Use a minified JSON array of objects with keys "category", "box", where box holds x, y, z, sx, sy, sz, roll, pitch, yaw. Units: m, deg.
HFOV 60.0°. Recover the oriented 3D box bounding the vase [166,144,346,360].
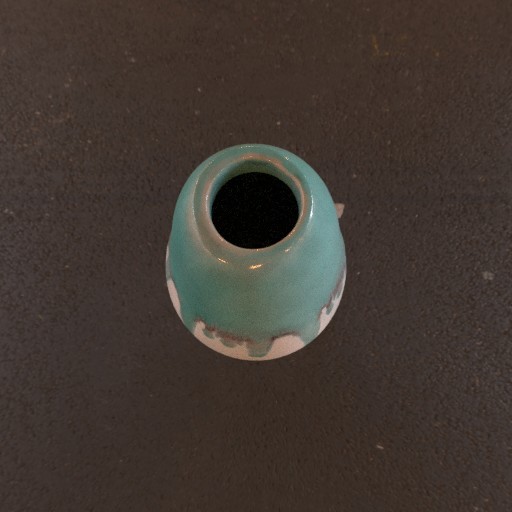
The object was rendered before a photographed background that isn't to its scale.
[{"category":"vase","box":[0.000,0.000,0.254,0.116,0.179,0.116,0,76,0]}]
